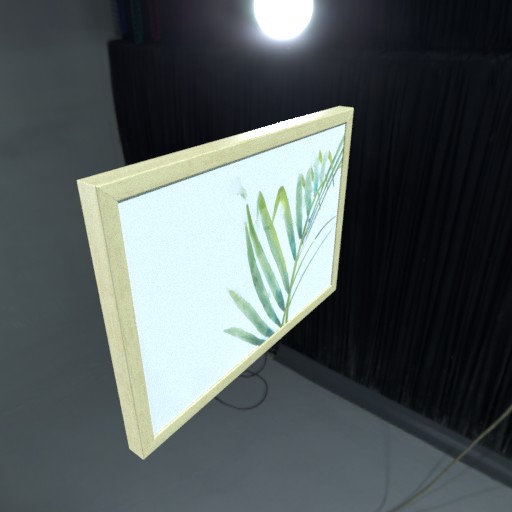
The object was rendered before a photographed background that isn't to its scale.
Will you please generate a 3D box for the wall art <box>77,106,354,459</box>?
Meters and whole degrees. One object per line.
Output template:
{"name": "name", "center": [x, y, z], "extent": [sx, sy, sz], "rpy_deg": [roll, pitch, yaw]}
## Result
{"name": "wall art", "center": [0.000, 0.000, 0.696], "extent": [0.032, 0.381, 0.533], "rpy_deg": [20, 34, 32]}
